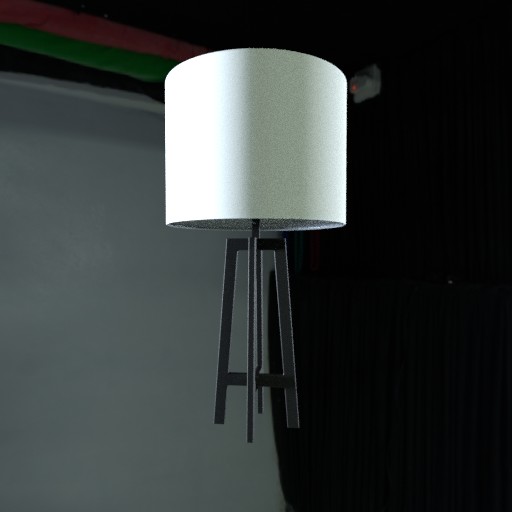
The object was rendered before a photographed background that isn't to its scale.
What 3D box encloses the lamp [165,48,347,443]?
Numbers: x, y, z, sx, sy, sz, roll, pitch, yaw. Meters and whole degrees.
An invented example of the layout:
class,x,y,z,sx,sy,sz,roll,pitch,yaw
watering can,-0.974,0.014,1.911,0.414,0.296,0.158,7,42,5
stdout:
class,x,y,z,sx,sy,sz,roll,pitch,yaw
lamp,0.000,0.000,0.642,0.257,0.489,0.257,0,0,-37
